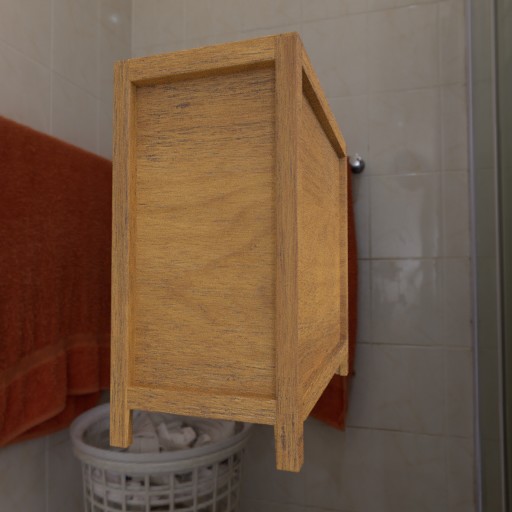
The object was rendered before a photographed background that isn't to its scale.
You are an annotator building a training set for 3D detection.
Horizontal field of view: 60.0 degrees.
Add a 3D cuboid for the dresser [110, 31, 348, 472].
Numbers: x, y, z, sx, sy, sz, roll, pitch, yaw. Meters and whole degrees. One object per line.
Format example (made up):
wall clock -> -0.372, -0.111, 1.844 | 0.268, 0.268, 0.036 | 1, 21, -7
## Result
dresser -> 0.000, 0.000, 1.250 | 0.427, 0.804, 0.804 | -1, -2, 18
